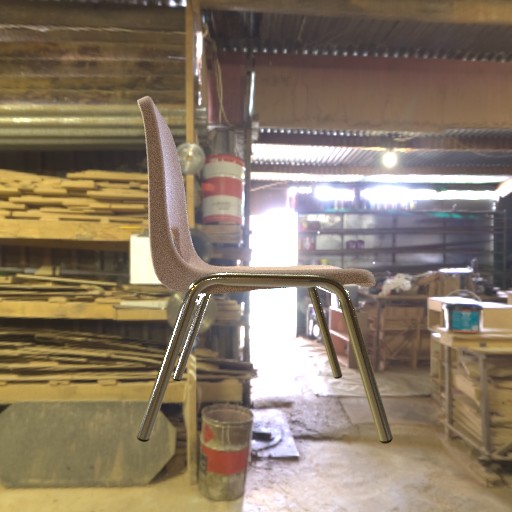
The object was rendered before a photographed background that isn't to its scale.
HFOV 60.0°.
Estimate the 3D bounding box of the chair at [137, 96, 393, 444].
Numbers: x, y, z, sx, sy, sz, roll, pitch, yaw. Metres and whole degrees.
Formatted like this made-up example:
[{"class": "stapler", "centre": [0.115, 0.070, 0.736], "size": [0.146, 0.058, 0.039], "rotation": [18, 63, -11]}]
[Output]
[{"class": "chair", "centre": [0.000, 0.000, 0.801], "size": [0.385, 0.537, 0.354], "rotation": [0, 0, -1]}]
